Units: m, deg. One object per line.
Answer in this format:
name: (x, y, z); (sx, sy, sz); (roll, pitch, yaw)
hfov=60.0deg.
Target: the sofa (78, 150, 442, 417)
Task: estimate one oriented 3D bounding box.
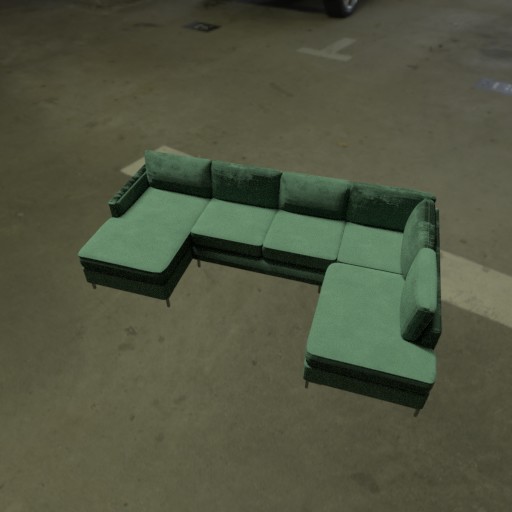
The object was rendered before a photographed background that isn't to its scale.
sofa: (0.000, 0.000, 4.415); (3.434, 0.992, 2.055); (11, 43, 13)
